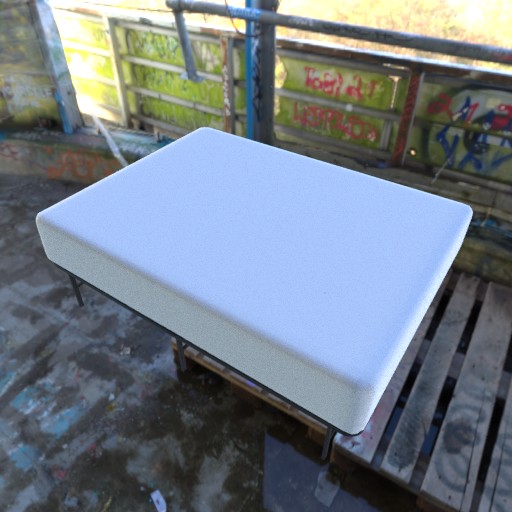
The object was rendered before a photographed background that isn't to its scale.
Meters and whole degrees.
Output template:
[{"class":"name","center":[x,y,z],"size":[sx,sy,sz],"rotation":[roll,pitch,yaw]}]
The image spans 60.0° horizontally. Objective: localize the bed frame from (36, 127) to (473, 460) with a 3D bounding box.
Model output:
[{"class":"bed frame","center":[0.000,0.000,2.721],"size":[2.037,0.677,1.528],"rotation":[24,45,26]}]
